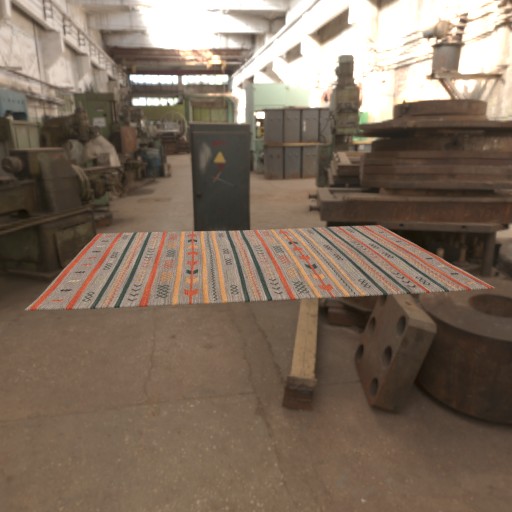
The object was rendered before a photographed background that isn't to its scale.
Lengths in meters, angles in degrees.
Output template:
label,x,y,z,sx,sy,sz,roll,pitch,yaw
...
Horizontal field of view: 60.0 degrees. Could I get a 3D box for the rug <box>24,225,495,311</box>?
label,x,y,z,sx,sy,sz,roll,pitch,yaw
rug,0.000,0.000,2.284,1.835,0.017,1.220,-2,16,-7
